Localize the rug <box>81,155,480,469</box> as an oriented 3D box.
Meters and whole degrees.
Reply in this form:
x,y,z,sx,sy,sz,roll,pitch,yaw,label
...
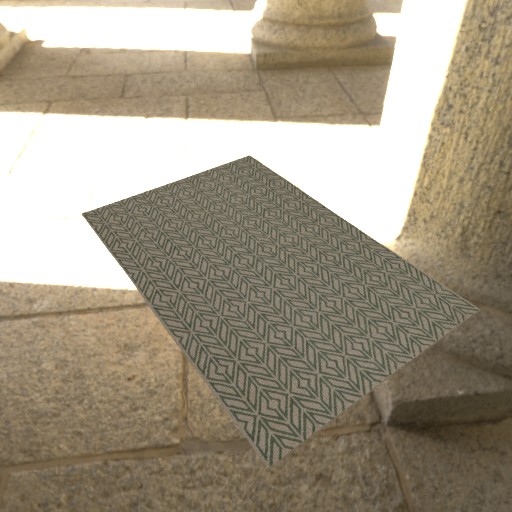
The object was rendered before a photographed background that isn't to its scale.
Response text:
x,y,z,sx,sy,sz,roll,pitch,yaw,label
0.000,0.000,2.321,1.220,0.007,1.828,-25,47,-26,rug
